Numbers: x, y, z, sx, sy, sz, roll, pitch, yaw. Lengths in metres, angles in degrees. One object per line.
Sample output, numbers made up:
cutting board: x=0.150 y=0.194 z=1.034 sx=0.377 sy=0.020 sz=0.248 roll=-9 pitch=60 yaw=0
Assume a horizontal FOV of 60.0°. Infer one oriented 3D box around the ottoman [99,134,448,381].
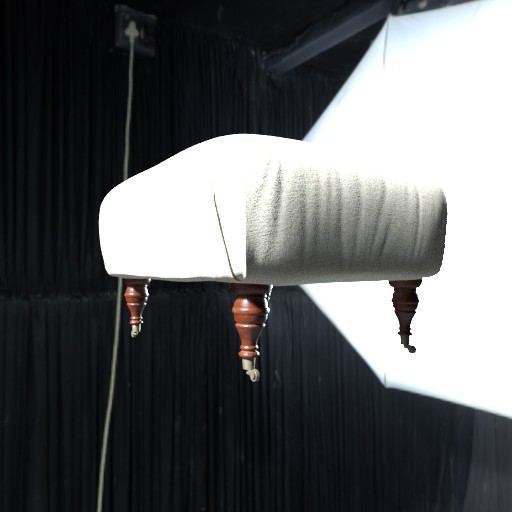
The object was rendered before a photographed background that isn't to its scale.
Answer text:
ottoman: x=0.000 y=0.000 z=1.127 sx=0.622 sy=0.450 sz=0.747 roll=1 pitch=-2 yaw=-35
